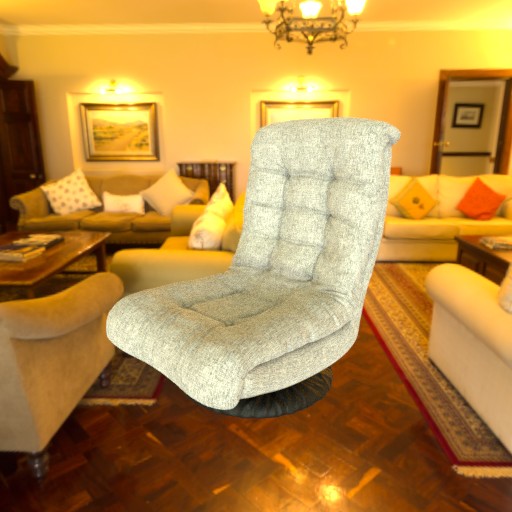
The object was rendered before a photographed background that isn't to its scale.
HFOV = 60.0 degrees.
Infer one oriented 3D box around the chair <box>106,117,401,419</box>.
[{"bbox_3d":[0.000,0.000,0.988,0.400,0.600,0.583,14,21,41],"label":"chair"}]
